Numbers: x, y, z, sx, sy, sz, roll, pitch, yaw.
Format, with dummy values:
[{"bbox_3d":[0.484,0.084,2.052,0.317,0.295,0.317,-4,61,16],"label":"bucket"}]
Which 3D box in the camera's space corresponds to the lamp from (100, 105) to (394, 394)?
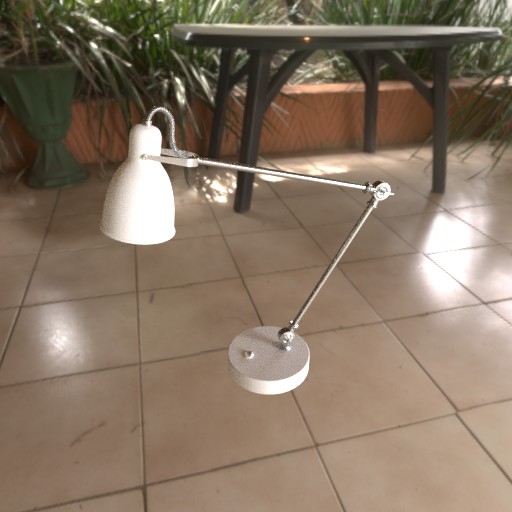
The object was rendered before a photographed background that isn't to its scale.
[{"bbox_3d":[0.000,0.000,0.882,0.561,0.587,0.187,-8,30,-14],"label":"lamp"}]
